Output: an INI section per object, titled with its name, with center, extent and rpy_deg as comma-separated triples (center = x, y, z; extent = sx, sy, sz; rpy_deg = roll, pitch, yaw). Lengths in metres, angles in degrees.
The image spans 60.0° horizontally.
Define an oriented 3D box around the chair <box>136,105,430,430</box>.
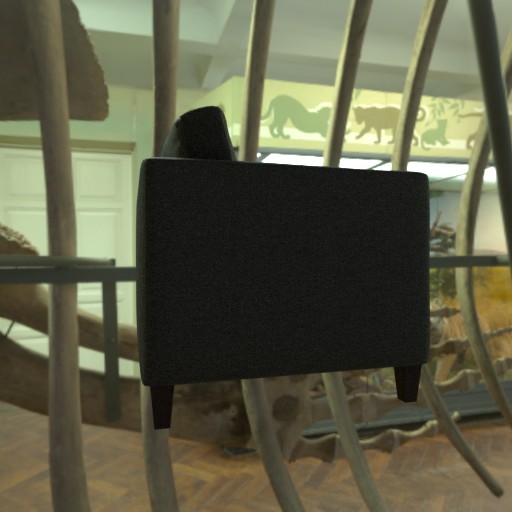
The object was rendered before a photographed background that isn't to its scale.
[chair]
center = 0.000, 0.000, 1.838
extent = 0.959, 0.963, 1.107
rpy_deg = 0, 1, -16
